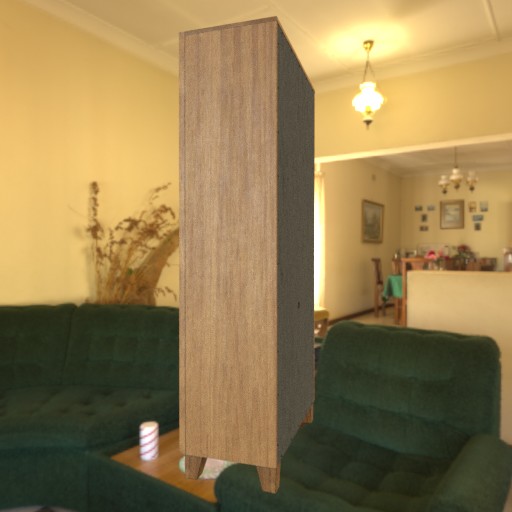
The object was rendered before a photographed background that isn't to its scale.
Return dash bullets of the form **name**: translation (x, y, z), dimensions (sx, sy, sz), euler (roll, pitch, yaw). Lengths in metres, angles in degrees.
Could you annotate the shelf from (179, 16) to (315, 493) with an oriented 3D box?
- **shelf**: translation (0.000, 0.000, 2.263), dimensions (0.453, 1.930, 0.864), euler (0, 1, 18)
